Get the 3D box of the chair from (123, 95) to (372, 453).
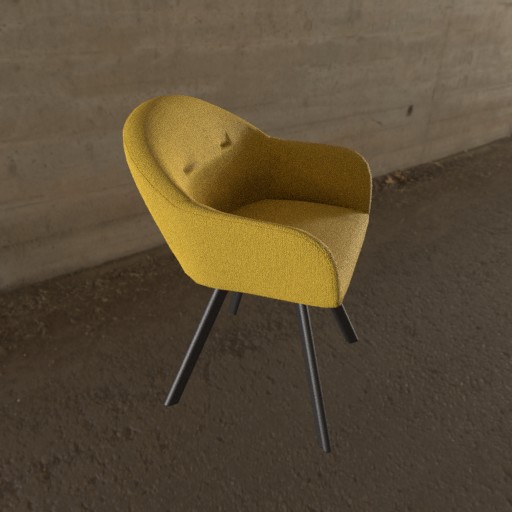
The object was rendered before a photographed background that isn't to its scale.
[{"bbox_3d":[0.000,0.000,1.179,0.565,0.775,0.545,10,32,17],"label":"chair"}]
